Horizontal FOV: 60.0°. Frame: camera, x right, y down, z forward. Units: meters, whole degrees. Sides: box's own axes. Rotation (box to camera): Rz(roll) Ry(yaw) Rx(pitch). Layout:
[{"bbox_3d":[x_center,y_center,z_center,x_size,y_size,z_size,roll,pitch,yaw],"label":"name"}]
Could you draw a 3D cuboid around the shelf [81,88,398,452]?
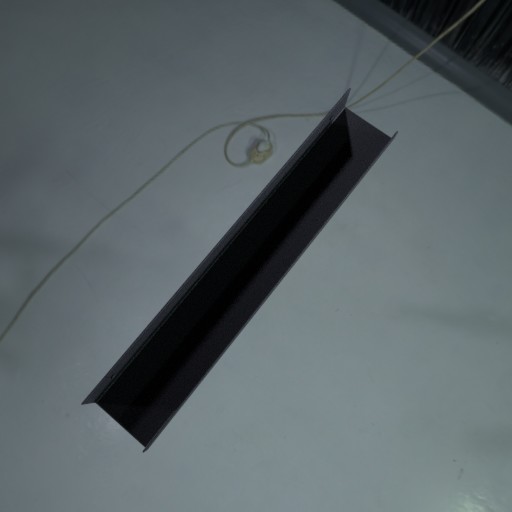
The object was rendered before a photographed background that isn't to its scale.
[{"bbox_3d":[0.000,0.000,0.654,0.102,0.053,0.605,37,78,9],"label":"shelf"}]
